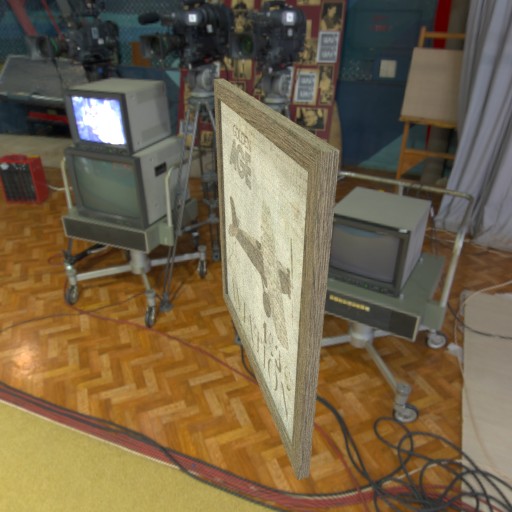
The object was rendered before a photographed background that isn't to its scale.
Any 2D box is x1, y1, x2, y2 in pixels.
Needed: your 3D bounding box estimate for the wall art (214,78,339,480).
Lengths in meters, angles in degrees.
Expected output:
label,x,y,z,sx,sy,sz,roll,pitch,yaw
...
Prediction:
label,x,y,z,sx,sy,sz,roll,pitch,yaw
wall art,0.000,0.000,0.766,0.019,0.508,0.508,-8,30,-14
